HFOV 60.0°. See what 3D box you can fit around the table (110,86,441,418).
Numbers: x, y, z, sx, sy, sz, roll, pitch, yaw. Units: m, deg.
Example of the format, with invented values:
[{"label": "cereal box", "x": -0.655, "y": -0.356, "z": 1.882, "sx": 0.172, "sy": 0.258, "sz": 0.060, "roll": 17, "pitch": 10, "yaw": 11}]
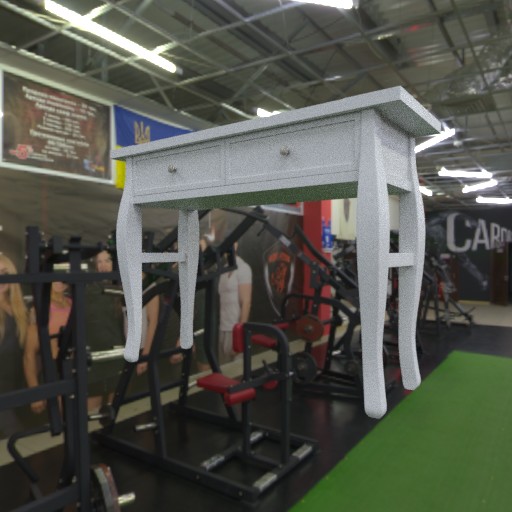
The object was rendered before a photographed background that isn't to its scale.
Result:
[{"label": "table", "x": 0.000, "y": 0.000, "z": 1.451, "sx": 1.062, "sy": 0.768, "sz": 0.373, "roll": 0, "pitch": 1, "yaw": 36}]
